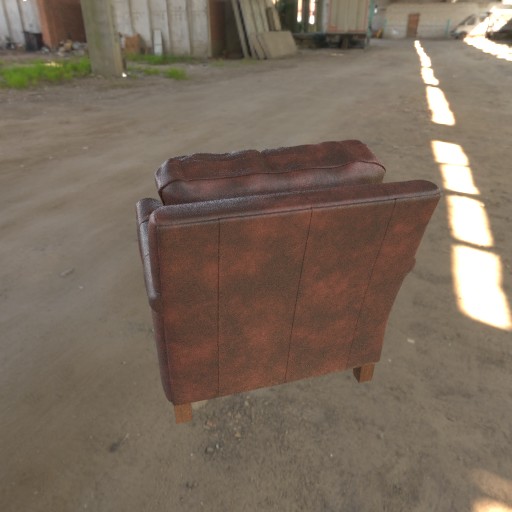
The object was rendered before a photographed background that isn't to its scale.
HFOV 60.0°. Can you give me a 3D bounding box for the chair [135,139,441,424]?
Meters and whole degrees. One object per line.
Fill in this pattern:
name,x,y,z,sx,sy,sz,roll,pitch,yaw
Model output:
chair,0.000,0.000,1.959,0.987,1.051,1.156,-8,29,-14
